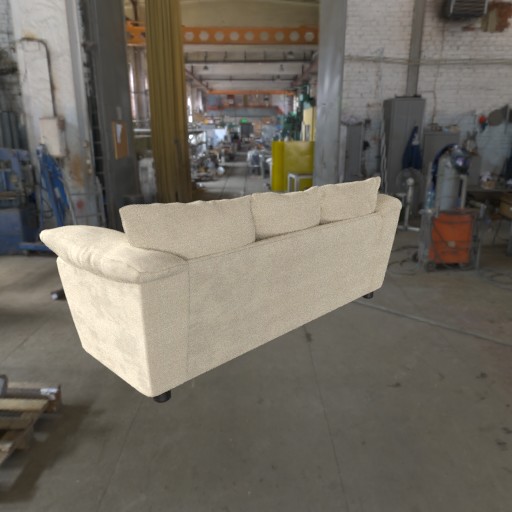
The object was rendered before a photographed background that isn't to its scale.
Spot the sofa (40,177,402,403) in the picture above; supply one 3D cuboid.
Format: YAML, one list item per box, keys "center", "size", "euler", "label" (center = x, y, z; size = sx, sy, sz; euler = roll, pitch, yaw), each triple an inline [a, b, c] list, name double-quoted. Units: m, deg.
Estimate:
- center: [0.000, 0.000, 2.893]
  size: [0.893, 0.981, 2.377]
  euler: [15, 22, 42]
  label: "sofa"
